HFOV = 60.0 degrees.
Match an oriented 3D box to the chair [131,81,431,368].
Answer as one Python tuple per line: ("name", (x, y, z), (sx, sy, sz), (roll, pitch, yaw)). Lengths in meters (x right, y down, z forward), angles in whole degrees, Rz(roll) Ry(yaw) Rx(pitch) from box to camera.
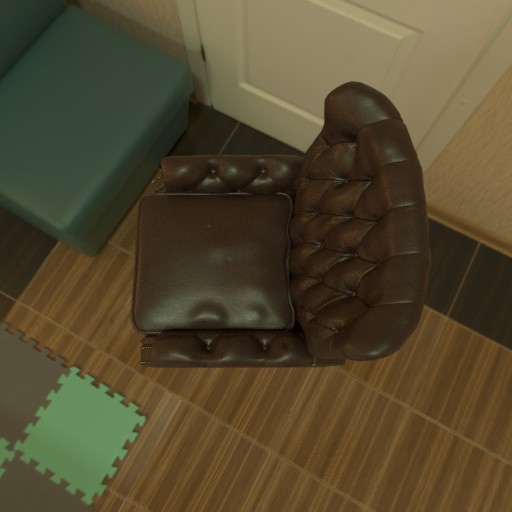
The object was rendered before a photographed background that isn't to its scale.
("chair", (0.000, 0.000, 1.449), (0.823, 0.864, 0.709), (0, 74, 0))
